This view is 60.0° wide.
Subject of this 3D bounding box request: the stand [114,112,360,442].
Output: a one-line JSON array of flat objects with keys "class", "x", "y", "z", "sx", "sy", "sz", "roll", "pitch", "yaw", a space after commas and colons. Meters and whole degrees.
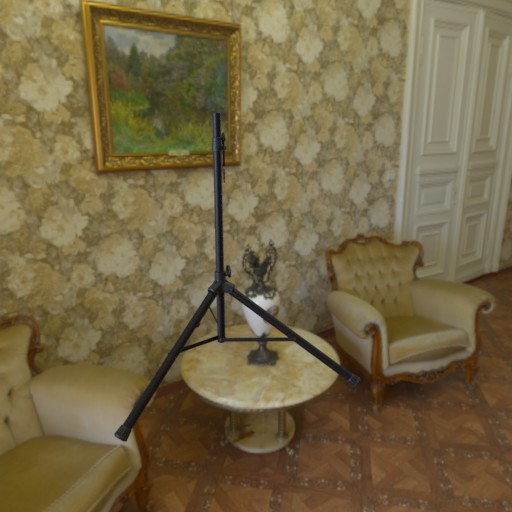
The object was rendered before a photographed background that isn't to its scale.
[{"class": "stand", "x": 0.000, "y": 0.000, "z": 1.842, "sx": 0.907, "sy": 1.136, "sz": 1.045, "roll": 2, "pitch": 15, "yaw": 9}]
